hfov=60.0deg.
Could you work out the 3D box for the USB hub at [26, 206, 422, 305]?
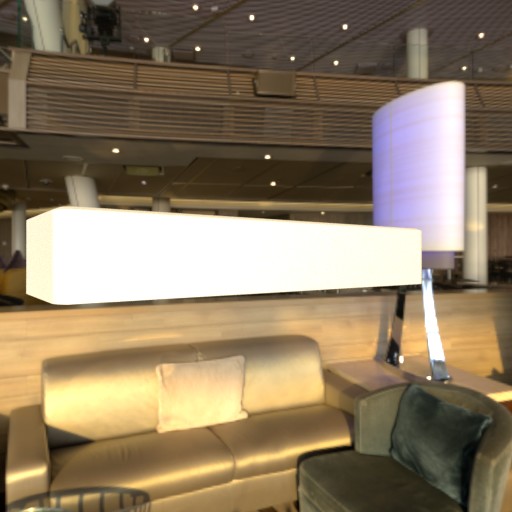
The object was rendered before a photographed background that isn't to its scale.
[{"bbox_3d":[0.000,0.000,0.161,0.145,0.023,0.044,0,0,-36],"label":"USB hub"}]
